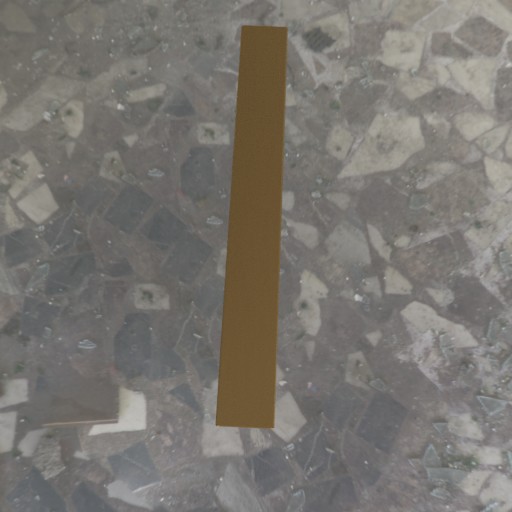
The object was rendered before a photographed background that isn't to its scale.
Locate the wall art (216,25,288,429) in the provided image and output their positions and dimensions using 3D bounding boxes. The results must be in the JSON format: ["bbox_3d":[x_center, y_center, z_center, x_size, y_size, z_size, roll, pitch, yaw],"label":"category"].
[{"bbox_3d":[0.000,0.000,0.466,0.037,0.305,0.305,3,75,1],"label":"wall art"}]
